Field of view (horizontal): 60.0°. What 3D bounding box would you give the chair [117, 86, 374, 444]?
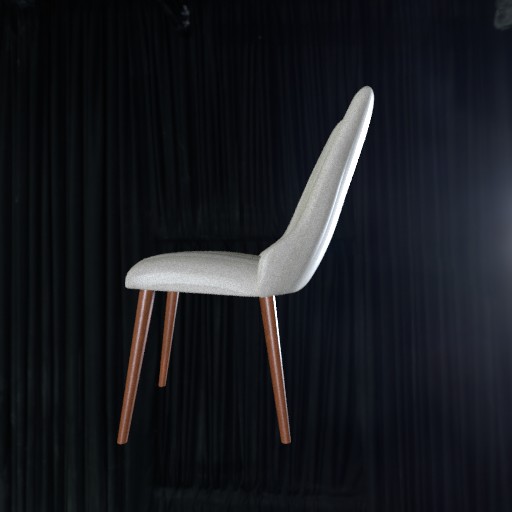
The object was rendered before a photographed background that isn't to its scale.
[{"bbox_3d":[0.000,0.000,1.330,0.684,0.917,0.526,0,0,0],"label":"chair"}]
